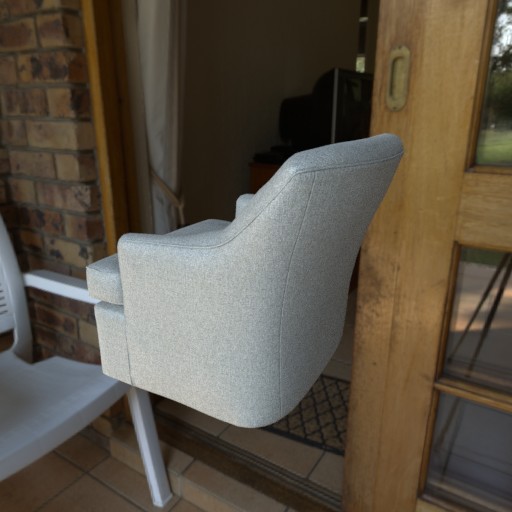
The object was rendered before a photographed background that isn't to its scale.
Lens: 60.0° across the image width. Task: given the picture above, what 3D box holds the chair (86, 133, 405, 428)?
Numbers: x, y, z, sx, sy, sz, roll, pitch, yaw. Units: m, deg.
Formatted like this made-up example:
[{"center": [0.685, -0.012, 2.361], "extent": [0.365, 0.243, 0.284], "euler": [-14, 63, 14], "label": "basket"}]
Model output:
[{"center": [0.000, 0.000, 1.593], "extent": [0.923, 0.856, 0.864], "euler": [9, 20, 26], "label": "chair"}]
